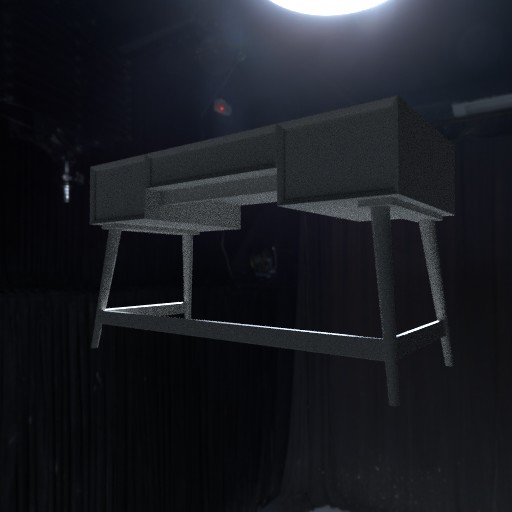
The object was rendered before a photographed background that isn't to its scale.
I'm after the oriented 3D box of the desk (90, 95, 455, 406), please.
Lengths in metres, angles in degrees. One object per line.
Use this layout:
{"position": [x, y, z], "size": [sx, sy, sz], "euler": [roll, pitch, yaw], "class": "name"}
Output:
{"position": [0.000, 0.000, 1.710], "size": [1.313, 0.762, 0.589], "euler": [-1, -2, 37], "class": "desk"}
